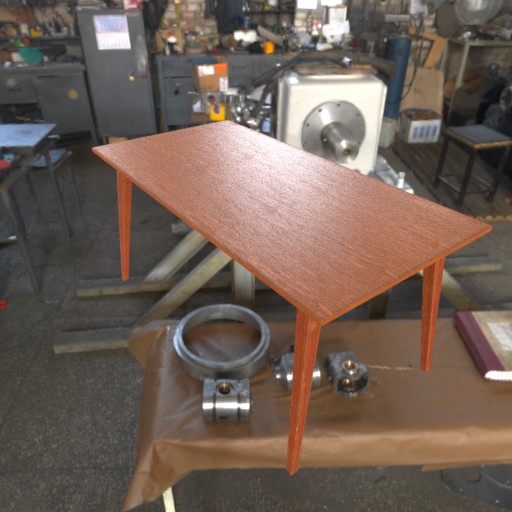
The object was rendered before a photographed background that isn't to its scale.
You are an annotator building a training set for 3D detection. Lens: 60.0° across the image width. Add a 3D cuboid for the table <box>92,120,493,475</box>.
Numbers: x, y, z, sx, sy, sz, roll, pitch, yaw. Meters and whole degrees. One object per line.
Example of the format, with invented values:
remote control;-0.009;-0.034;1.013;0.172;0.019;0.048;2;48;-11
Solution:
table;0.000;0.000;2.048;0.811;0.755;1.609;-22;39;-31
